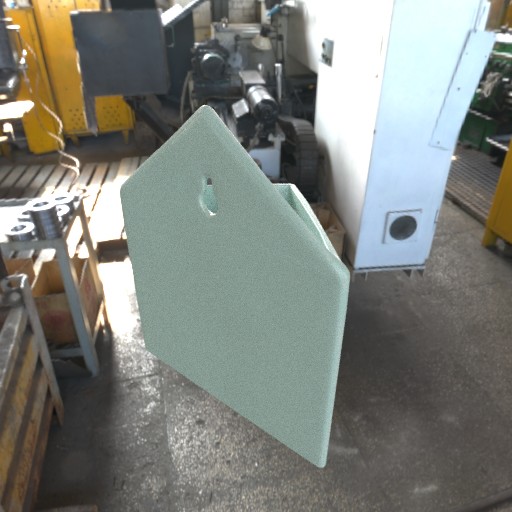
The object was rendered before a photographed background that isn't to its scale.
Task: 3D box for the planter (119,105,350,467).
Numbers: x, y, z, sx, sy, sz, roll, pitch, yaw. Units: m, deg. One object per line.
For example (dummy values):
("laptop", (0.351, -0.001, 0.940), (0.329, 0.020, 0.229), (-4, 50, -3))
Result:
("planter", (0.000, 0.000, 0.280), (0.164, 0.197, 0.079), (23, 38, 32))
